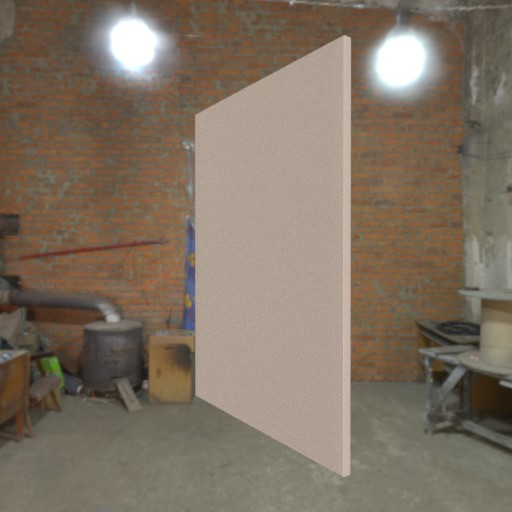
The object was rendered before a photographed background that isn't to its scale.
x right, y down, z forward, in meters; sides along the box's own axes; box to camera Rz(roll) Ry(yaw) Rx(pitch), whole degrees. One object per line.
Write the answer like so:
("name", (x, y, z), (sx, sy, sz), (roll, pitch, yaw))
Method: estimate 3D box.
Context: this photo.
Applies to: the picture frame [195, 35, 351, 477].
("picture frame", (0.000, 0.000, 0.691), (0.012, 0.534, 0.381), (0, 1, -36))
